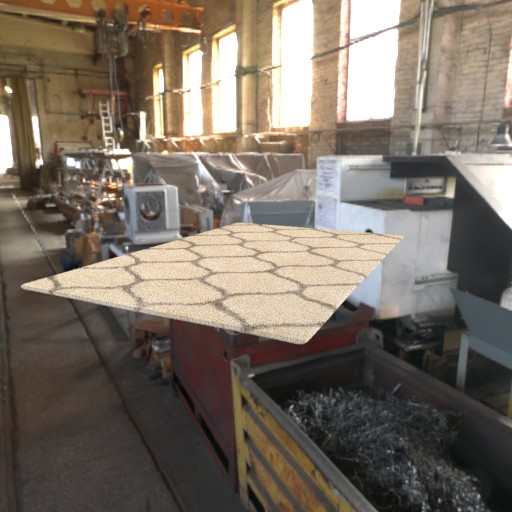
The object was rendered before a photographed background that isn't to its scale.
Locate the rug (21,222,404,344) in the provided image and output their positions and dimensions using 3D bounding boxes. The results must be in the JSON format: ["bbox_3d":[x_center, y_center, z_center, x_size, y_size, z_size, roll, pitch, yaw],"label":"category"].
[{"bbox_3d":[0.000,0.000,3.415,1.801,0.026,2.701,6,15,26],"label":"rug"}]
